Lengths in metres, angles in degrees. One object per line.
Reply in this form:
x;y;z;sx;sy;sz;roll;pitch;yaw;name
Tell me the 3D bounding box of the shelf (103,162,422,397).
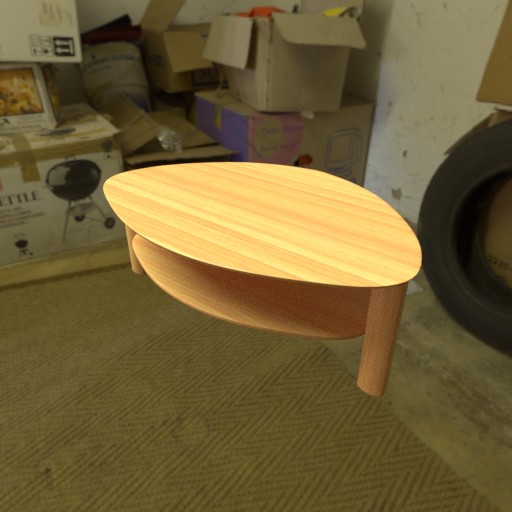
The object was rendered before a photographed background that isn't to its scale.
0.000;0.000;1.670;1.246;0.440;0.845;22;36;33;shelf
